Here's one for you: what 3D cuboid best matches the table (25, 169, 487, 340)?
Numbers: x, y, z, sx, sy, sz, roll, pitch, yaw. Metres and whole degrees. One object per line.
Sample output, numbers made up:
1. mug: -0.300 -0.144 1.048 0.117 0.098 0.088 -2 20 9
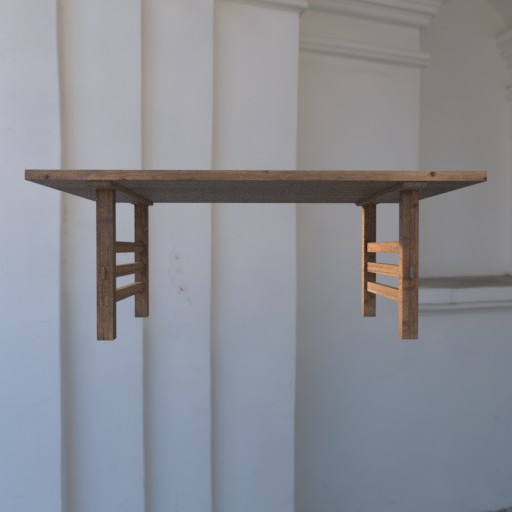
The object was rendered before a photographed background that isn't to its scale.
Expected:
1. table: 0.000 0.000 2.399 2.003 0.760 0.952 0 1 -1
